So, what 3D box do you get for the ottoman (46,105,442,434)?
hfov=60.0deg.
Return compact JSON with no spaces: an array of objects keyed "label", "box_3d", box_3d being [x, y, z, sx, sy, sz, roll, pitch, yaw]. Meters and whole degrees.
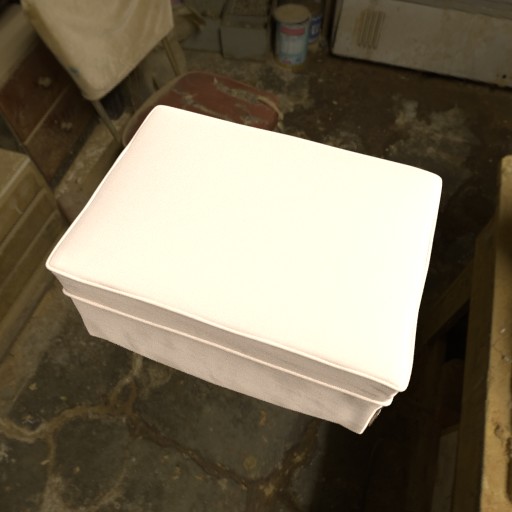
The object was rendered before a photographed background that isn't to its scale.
[{"label":"ottoman","box_3d":[0.000,0.000,1.334,0.944,0.479,0.703,17,60,10]}]
